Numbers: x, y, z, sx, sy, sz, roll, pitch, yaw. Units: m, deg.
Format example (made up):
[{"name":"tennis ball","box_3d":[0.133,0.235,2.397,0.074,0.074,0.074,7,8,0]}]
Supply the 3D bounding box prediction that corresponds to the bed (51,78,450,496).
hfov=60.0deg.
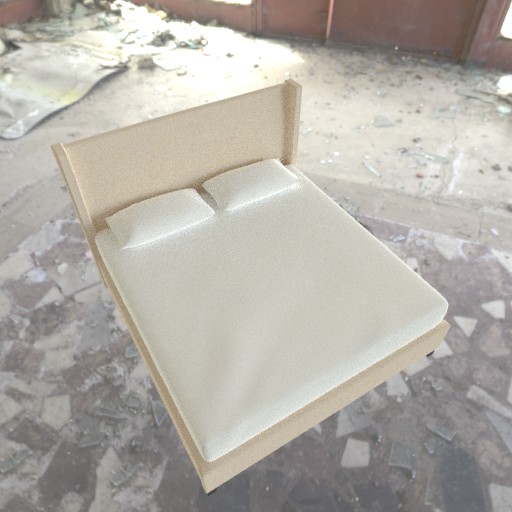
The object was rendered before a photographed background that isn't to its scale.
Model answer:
[{"name":"bed","box_3d":[0.000,0.000,3.479,2.145,1.471,2.293,-24,51,-21]}]
